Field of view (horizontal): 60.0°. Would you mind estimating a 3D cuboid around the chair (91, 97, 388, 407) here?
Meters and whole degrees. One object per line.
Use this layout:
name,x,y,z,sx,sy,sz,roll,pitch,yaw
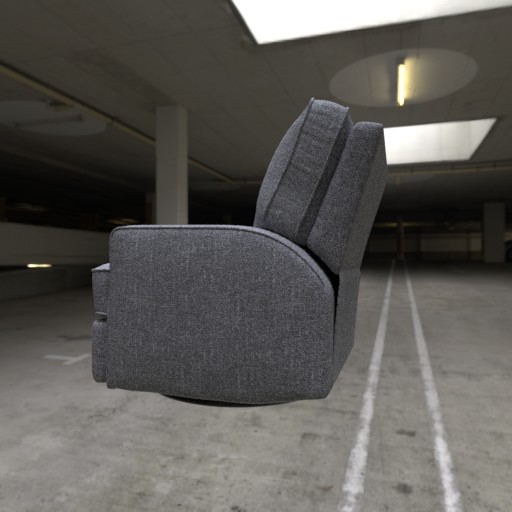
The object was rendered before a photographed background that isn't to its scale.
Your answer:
chair,0.000,0.000,1.704,0.964,0.962,0.861,0,-1,18
